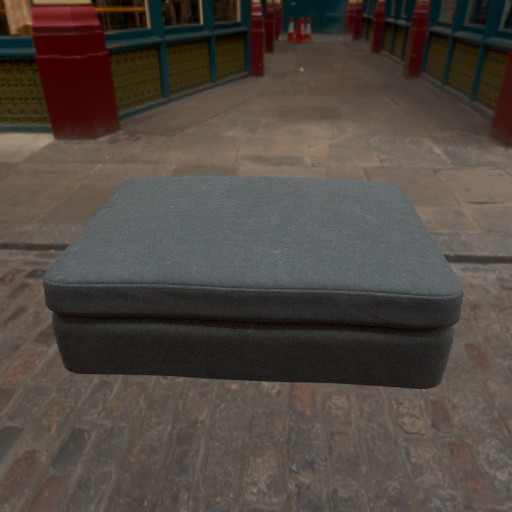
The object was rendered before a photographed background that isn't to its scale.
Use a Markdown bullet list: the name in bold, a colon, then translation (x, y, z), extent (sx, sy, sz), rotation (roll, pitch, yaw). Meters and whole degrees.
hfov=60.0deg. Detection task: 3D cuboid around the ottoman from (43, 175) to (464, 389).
- **ottoman**: translation (0.000, 0.000, 1.605), extent (1.199, 0.429, 0.840), rotation (2, 31, 3)
